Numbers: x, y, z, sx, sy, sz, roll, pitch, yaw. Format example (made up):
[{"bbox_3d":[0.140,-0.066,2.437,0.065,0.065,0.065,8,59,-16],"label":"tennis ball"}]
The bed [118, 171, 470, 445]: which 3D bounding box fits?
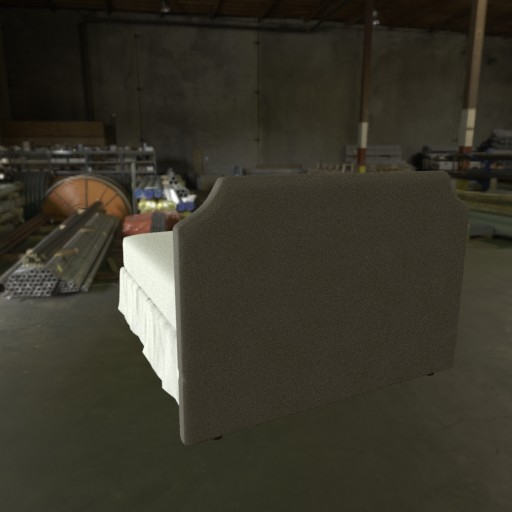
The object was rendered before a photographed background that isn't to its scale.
[{"bbox_3d":[0.000,0.000,3.298,1.831,1.297,2.181,-6,15,-26],"label":"bed"}]
